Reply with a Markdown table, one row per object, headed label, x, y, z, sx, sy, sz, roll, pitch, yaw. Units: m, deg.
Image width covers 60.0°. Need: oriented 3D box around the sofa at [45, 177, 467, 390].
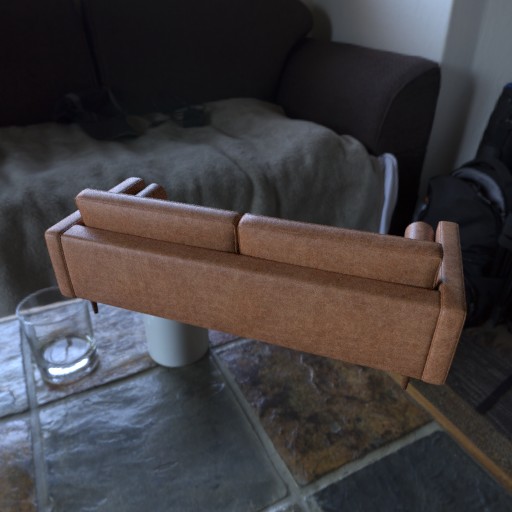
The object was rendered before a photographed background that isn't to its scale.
| label | x | y | z | sx | sy | sz | roll | pitch | yaw |
| --- | --- | --- | --- | --- | --- | --- | --- | --- | --- |
| sofa | 0.000 | 0.000 | 2.610 | 2.200 | 0.770 | 0.919 | 10 | 33 | 16 |
